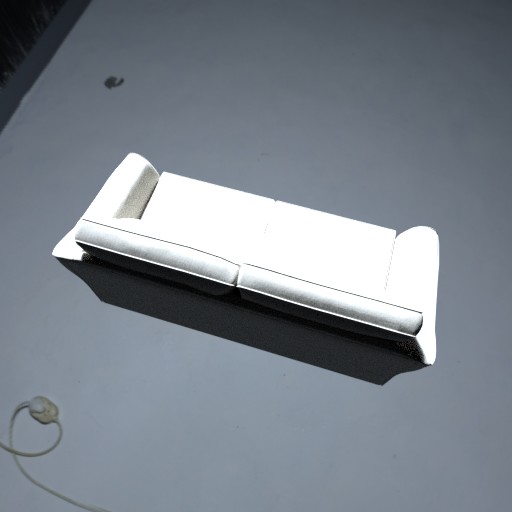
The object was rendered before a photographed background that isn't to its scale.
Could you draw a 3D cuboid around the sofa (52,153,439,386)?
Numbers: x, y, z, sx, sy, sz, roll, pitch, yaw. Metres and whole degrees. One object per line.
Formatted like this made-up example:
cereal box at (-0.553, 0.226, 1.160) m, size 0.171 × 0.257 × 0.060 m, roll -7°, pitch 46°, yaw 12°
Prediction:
sofa at (0.000, 0.000, 2.924) m, size 2.270 × 0.965 × 0.980 m, roll 15°, pitch 64°, yaw 7°
